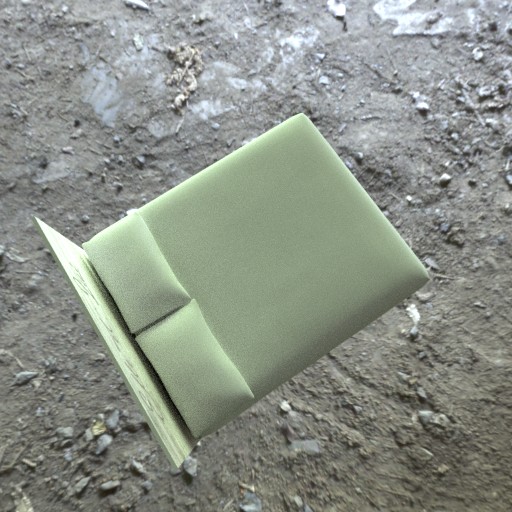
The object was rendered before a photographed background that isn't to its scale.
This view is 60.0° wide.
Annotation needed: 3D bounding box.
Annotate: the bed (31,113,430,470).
[{"bbox_3d":[0.000,0.000,3.181,2.094,1.335,1.745,-33,78,-8],"label":"bed"}]
